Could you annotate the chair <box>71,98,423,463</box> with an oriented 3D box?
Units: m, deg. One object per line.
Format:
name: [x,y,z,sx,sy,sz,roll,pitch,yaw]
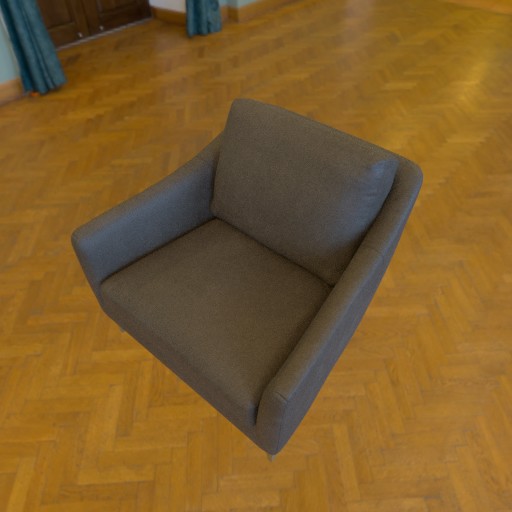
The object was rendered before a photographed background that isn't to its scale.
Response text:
chair: [0.000,0.000,1.708,0.988,0.901,0.961,32,54,27]
